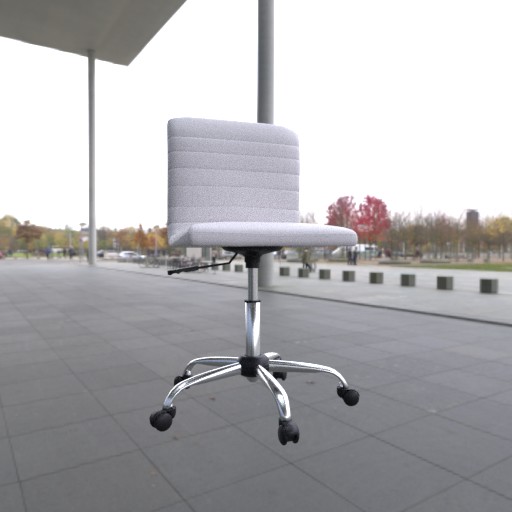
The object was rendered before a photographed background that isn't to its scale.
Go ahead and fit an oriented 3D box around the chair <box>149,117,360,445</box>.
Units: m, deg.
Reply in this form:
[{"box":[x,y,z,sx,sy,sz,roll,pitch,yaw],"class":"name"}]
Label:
[{"box":[0.000,0.000,1.083,0.520,0.750,0.455,0,1,-18],"class":"chair"}]
